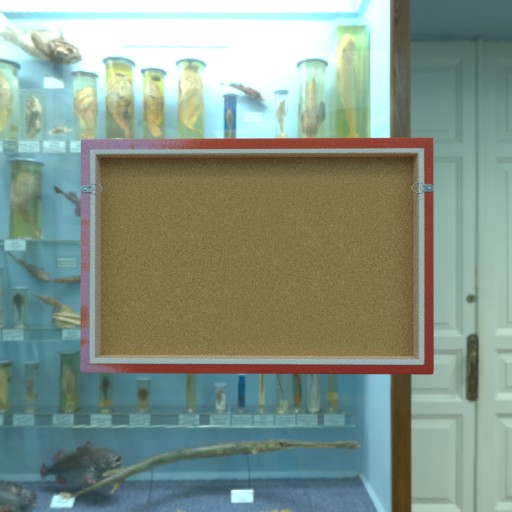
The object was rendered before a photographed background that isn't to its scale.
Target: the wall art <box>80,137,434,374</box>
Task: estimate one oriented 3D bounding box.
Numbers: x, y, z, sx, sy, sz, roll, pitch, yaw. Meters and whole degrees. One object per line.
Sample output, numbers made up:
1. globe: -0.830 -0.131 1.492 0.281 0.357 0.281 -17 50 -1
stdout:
1. wall art: 0.000 0.000 1.159 0.913 0.609 0.040 0 0 1
